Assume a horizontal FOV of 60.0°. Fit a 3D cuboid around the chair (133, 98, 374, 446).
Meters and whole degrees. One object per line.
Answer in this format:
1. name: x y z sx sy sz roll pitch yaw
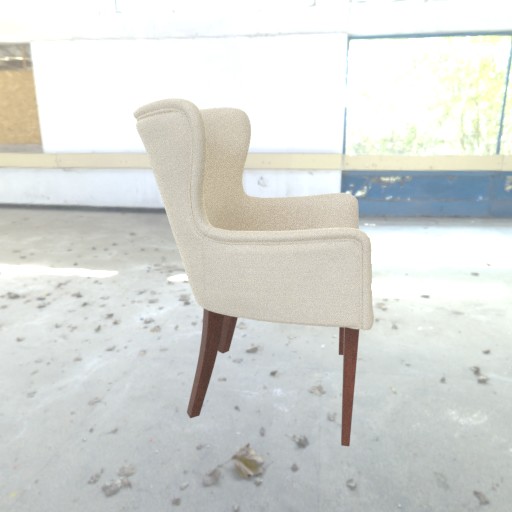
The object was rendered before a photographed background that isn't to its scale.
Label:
1. chair: 0.000 0.000 1.517 0.744 0.990 0.696 3 17 9
